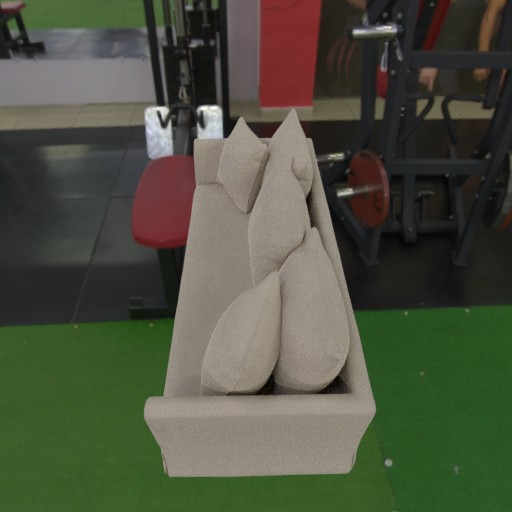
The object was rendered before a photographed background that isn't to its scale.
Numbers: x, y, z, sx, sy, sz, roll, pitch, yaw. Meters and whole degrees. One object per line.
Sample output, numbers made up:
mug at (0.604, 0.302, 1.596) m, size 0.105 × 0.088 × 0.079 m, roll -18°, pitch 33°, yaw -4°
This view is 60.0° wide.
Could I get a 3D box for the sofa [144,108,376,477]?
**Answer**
sofa at (0.000, 0.000, 2.930) m, size 1.046 × 1.047 × 2.499 m, roll -1°, pitch 42°, yaw -1°
